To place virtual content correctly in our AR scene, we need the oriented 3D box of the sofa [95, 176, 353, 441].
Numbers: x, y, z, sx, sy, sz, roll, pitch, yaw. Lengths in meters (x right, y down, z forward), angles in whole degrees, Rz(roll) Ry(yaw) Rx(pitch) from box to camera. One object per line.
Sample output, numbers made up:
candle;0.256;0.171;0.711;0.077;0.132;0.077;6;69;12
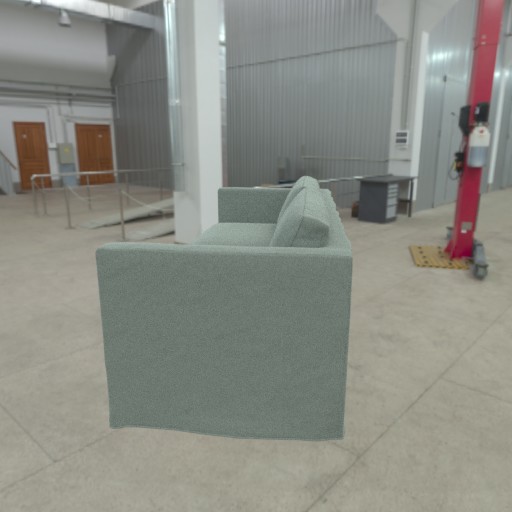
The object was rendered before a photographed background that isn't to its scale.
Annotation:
sofa;0.000;0.000;2.700;0.962;0.853;2.312;2;14;7
